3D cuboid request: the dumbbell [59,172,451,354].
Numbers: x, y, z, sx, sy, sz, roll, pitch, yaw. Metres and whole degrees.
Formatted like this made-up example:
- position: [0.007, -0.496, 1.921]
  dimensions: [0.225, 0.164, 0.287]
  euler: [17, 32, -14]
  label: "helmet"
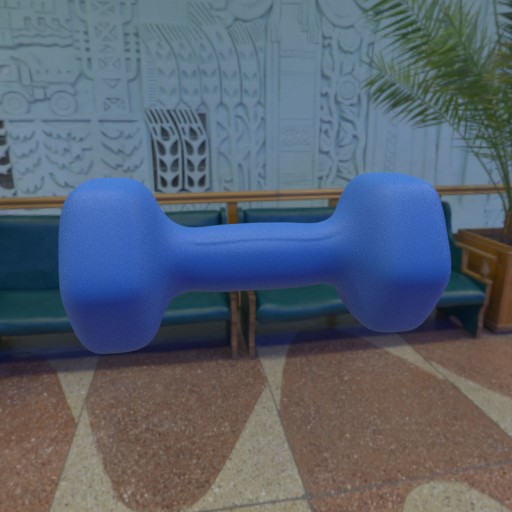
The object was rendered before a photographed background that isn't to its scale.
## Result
- position: [0.000, 0.000, 0.264]
  dimensions: [0.212, 0.093, 0.103]
  euler: [-2, 18, -8]
  label: "dumbbell"
